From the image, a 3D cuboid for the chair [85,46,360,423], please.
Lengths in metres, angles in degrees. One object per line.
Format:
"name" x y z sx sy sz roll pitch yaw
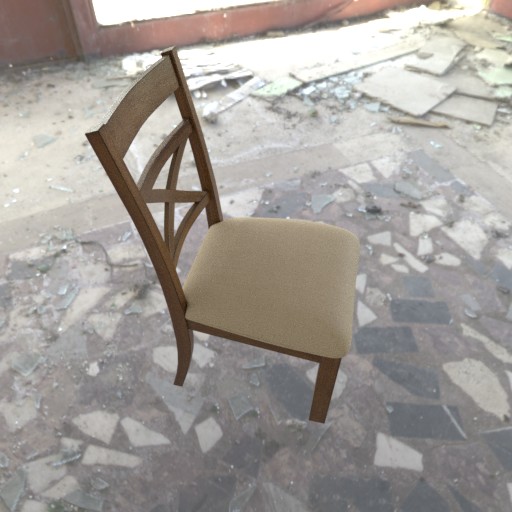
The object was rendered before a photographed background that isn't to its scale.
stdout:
"chair" 0.000 0.000 1.245 0.581 0.949 0.461 9 47 9
